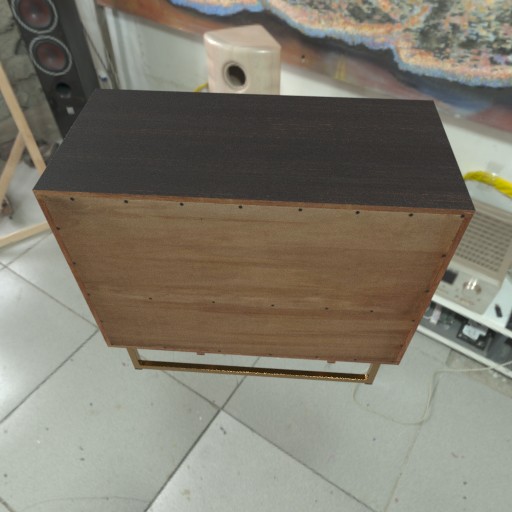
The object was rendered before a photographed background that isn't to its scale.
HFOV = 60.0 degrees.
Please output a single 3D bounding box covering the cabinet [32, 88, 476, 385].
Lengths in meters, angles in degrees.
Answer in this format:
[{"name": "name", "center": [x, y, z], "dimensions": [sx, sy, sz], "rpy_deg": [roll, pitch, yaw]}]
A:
[{"name": "cabinet", "center": [0.000, 0.000, 1.416], "dimensions": [0.950, 0.860, 0.451], "rpy_deg": [3, 48, 3]}]
